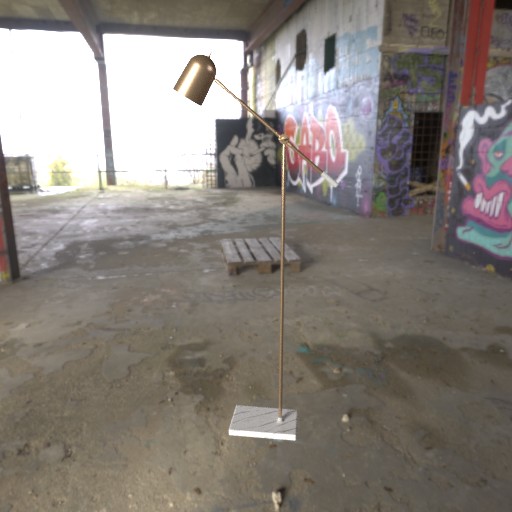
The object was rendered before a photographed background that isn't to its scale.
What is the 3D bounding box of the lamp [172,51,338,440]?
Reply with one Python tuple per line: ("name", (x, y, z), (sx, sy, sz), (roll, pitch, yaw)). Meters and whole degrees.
("lamp", (0.000, 0.000, 1.854), (0.653, 1.594, 0.194), (2, 14, 7))
